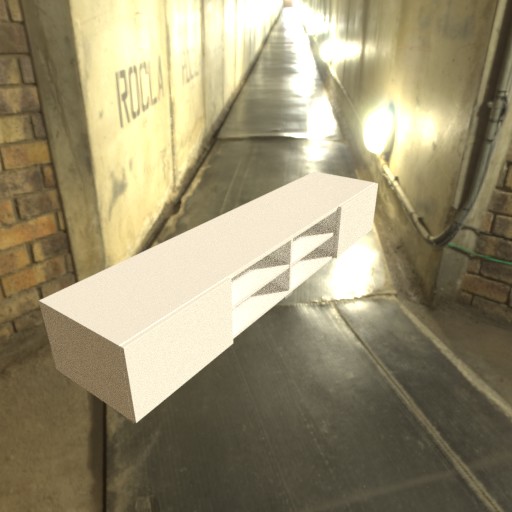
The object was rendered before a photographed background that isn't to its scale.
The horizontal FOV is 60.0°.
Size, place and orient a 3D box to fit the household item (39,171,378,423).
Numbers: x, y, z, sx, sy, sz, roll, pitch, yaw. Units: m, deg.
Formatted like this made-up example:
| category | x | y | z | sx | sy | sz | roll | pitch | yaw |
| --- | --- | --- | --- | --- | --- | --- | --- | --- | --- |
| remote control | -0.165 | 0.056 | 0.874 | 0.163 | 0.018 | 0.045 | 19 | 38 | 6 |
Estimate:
| category | x | y | z | sx | sy | sz | roll | pitch | yaw |
| --- | --- | --- | --- | --- | --- | --- | --- | --- | --- |
| household item | 0.000 | 0.000 | 2.079 | 0.420 | 0.310 | 1.850 | 18 | 32 | 31 |
